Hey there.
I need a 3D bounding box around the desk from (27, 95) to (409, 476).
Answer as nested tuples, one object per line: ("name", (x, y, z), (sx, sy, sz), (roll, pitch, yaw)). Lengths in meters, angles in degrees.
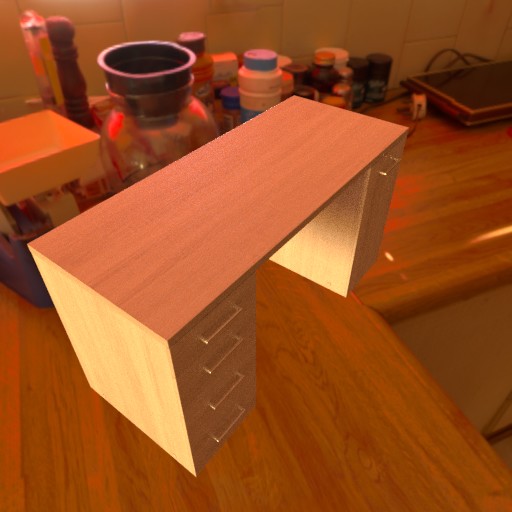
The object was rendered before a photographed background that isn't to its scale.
("desk", (0.000, 0.000, 1.795), (0.600, 0.740, 1.390), (27, 48, 27))
